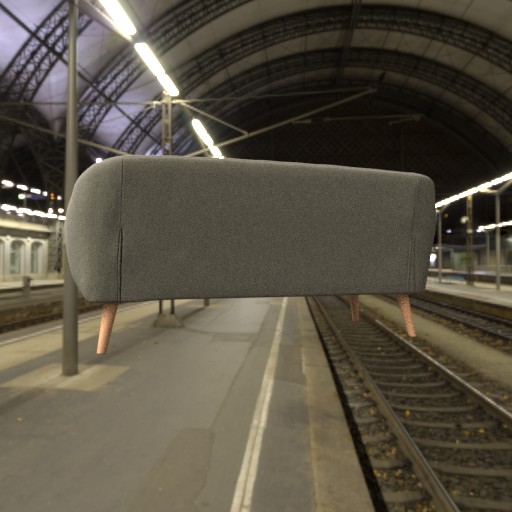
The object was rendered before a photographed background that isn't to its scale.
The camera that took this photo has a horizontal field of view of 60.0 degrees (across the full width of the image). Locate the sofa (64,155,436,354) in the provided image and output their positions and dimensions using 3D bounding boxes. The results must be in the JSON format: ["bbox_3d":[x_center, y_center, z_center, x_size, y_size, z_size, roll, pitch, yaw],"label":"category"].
[{"bbox_3d":[0.000,0.000,2.305,1.840,0.820,0.820,0,-1,-16],"label":"sofa"}]
